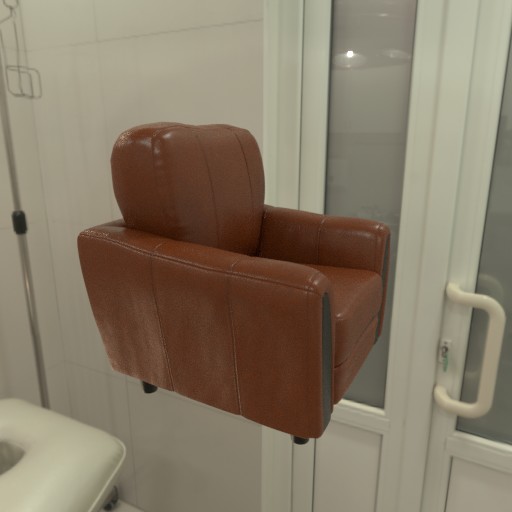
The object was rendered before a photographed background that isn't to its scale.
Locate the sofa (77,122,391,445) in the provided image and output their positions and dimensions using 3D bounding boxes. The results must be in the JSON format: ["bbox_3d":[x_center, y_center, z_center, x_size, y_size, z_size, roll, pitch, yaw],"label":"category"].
[{"bbox_3d":[0.000,0.000,1.515,0.789,0.876,0.836,8,17,27],"label":"sofa"}]
